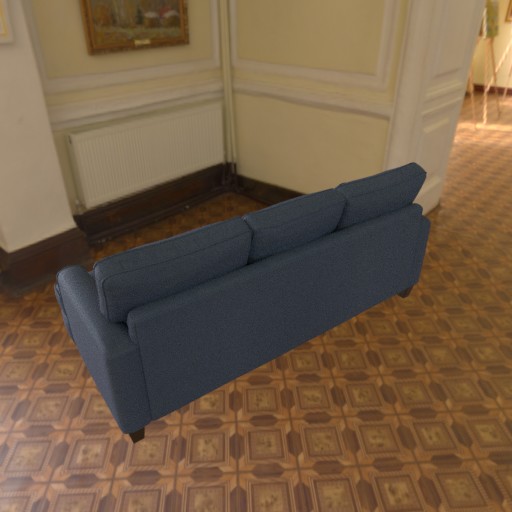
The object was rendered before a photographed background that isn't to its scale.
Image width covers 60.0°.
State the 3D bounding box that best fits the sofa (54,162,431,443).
[{"bbox_3d":[0.000,0.000,2.682,2.158,0.965,0.951,-20,36,-30],"label":"sofa"}]
